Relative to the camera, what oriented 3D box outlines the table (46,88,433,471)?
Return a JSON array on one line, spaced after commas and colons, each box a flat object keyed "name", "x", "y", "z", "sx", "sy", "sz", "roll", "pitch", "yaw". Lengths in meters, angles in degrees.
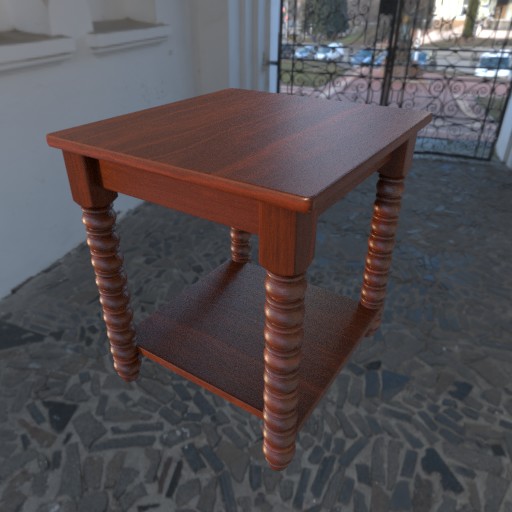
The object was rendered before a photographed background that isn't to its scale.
[{"name": "table", "x": 0.000, "y": 0.000, "z": 0.953, "sx": 0.500, "sy": 0.567, "sz": 0.533, "roll": 18, "pitch": 35, "yaw": 28}]
